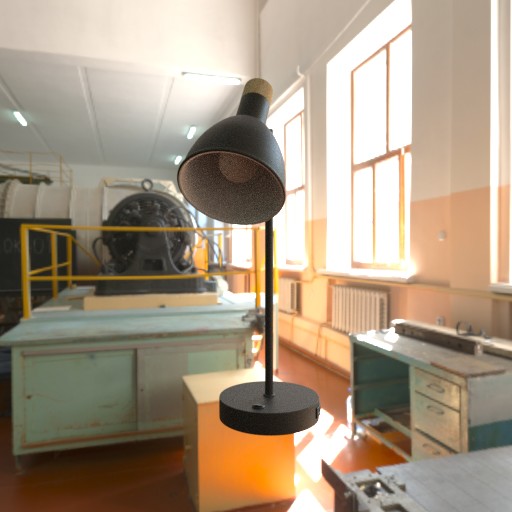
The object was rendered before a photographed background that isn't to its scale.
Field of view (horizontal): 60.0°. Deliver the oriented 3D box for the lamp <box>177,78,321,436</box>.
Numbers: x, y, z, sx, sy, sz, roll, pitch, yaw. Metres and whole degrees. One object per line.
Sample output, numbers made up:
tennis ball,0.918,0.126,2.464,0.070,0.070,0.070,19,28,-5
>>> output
lamp,0.000,0.000,0.605,0.152,0.483,0.287,0,0,18
